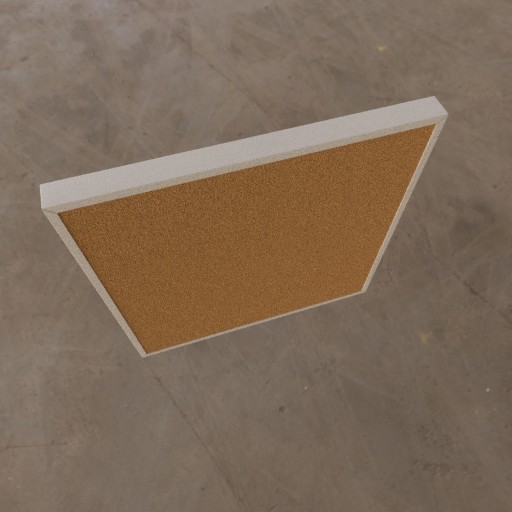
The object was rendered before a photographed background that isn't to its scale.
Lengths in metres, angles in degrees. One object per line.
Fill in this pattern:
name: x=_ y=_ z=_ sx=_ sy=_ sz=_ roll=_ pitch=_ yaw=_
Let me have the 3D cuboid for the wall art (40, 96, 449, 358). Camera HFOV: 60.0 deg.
wall art: x=0.000 y=0.000 z=0.755 sx=0.508 sy=0.508 sz=0.037 roll=-15 pitch=60 yaw=-9
